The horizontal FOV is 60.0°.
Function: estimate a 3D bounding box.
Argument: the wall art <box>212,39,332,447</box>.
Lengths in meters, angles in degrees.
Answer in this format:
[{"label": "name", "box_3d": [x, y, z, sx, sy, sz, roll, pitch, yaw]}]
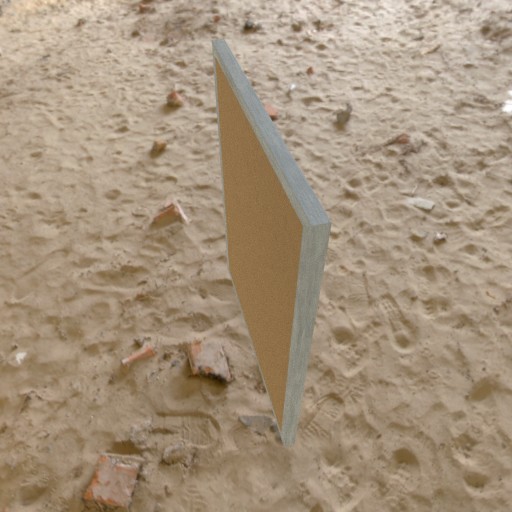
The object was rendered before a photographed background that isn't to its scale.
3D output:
[{"label": "wall art", "box_3d": [0.000, 0.000, 0.805, 0.022, 0.582, 0.479, -12, 48, -11]}]
